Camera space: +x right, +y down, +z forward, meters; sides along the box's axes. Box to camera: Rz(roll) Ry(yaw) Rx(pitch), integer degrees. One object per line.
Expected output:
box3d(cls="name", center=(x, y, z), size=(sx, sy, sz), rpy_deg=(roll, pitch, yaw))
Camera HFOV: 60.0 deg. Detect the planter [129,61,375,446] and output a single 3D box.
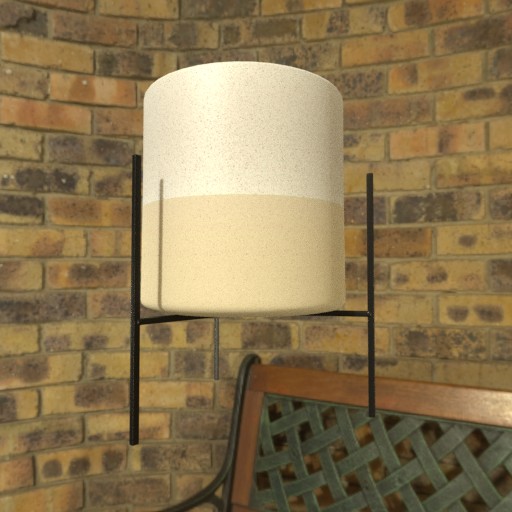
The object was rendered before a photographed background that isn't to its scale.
box3d(cls="planter", center=(0.000, 0.000, 0.543), size=(0.267, 0.362, 0.263), rpy_deg=(0, -2, 0))
